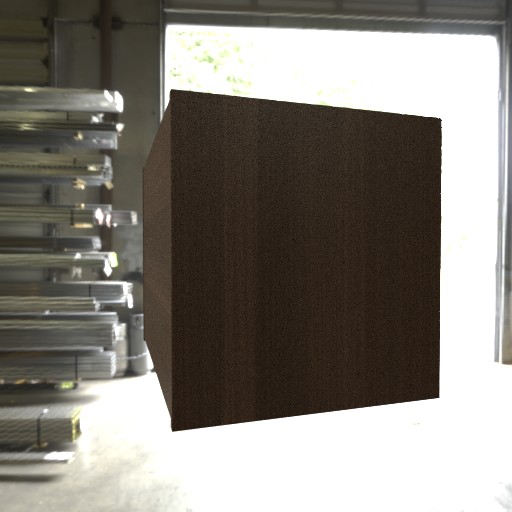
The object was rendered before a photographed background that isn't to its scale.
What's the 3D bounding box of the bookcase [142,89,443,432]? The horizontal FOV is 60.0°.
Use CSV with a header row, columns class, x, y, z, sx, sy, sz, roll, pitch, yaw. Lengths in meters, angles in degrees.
class,x,y,z,sx,sy,sz,roll,pitch,yaw
bookcase,0.000,0.000,0.635,0.290,0.305,0.415,0,1,-18
